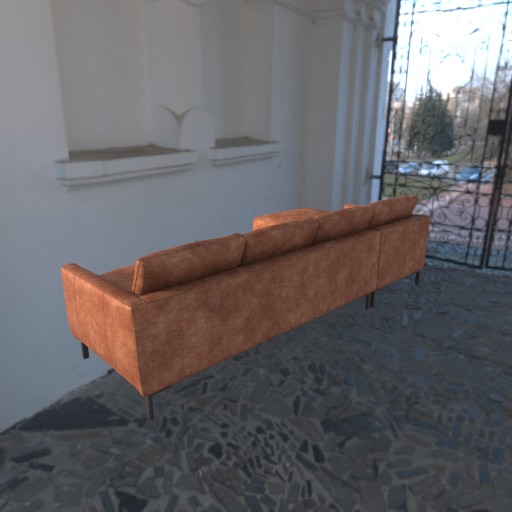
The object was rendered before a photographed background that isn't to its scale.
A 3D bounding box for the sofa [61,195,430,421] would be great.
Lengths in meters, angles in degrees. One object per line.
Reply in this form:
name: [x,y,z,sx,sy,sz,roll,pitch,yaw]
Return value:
sofa: [0.000,0.000,3.596,2.993,0.859,1.471,-16,23,-41]
